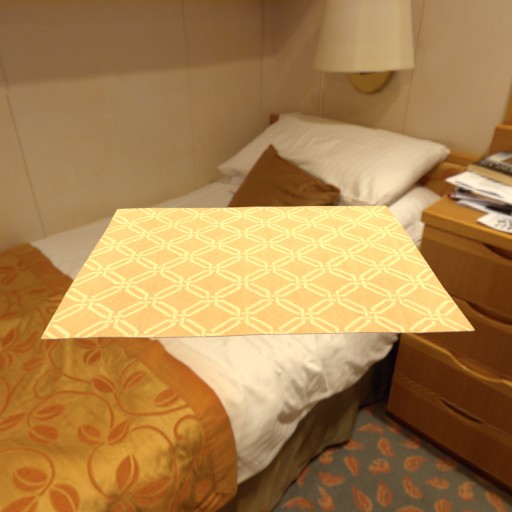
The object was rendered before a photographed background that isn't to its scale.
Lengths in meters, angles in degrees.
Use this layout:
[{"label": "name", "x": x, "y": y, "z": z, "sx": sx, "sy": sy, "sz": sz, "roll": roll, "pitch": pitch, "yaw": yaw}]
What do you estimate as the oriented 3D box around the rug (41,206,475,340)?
[{"label": "rug", "x": 0.000, "y": 0.000, "z": 4.448, "sx": 3.365, "sy": 0.020, "sz": 2.452, "roll": -1, "pitch": 30, "yaw": -2}]
